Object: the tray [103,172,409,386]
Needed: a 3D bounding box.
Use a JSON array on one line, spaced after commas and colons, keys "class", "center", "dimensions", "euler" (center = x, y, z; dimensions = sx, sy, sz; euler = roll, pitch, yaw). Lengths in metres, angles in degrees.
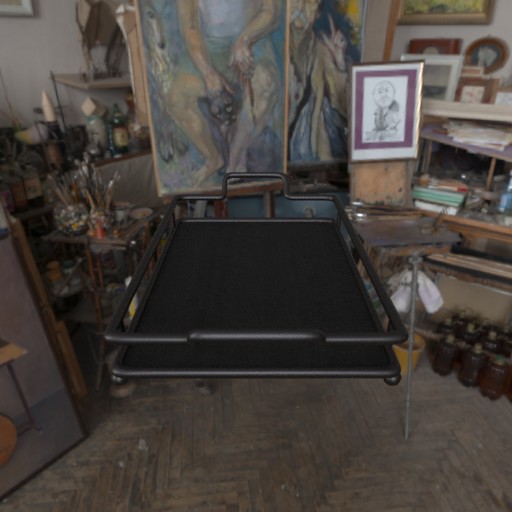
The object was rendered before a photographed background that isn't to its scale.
[{"class": "tray", "center": [0.000, 0.000, 0.613], "dimensions": [0.297, 0.101, 0.495], "euler": [0, 26, 0]}]
